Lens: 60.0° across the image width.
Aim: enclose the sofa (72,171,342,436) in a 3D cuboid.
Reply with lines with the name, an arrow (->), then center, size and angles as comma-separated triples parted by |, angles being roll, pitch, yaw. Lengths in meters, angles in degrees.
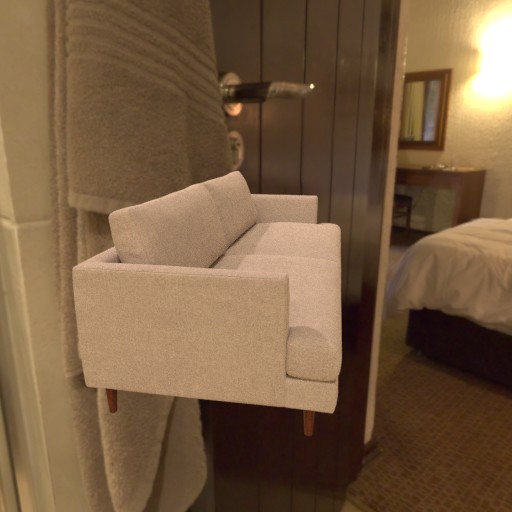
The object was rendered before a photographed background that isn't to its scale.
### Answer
sofa -> 0.000, 0.000, 2.689 | 1.020, 0.868, 2.250 | 3, 15, 10
